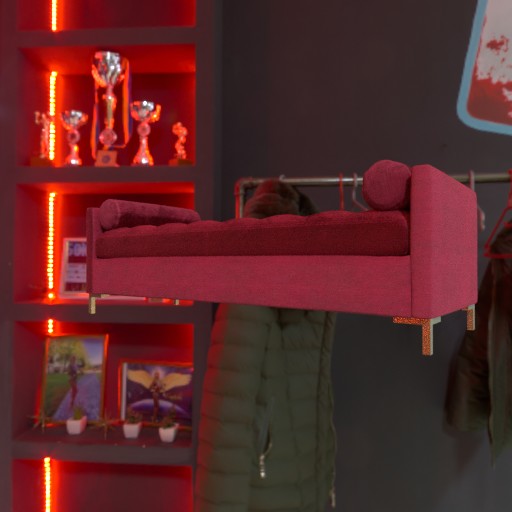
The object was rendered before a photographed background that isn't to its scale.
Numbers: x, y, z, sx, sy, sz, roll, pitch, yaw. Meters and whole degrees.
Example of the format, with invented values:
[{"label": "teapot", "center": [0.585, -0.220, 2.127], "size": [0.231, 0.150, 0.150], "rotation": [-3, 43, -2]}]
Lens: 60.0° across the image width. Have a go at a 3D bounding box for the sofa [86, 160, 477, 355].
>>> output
[{"label": "sofa", "center": [0.000, 0.000, 2.435], "size": [2.102, 0.705, 0.796], "rotation": [-1, -1, 37]}]
